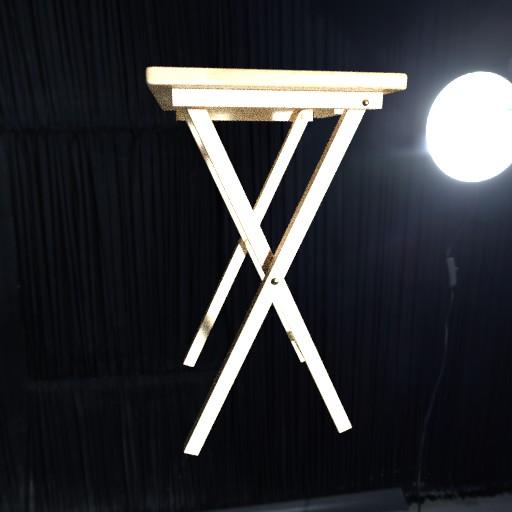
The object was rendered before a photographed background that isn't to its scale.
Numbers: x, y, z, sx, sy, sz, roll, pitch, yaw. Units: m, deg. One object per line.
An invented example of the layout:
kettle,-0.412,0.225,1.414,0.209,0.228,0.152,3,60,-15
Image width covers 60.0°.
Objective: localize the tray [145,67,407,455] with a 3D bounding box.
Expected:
tray,0.000,0.000,0.935,0.381,0.660,0.483,-2,14,-9
